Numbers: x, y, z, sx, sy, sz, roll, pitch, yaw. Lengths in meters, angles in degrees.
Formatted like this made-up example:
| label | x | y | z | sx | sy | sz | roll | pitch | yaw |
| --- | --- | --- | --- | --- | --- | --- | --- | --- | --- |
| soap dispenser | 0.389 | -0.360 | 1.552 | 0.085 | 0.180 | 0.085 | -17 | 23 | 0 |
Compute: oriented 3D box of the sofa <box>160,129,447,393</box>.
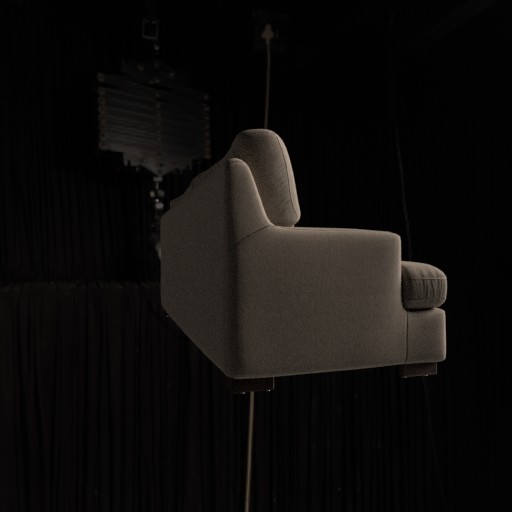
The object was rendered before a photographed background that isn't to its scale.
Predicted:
| label | x | y | z | sx | sy | sz | roll | pitch | yaw |
| --- | --- | --- | --- | --- | --- | --- | --- | --- | --- |
| sofa | 0.000 | 0.000 | 2.781 | 0.962 | 0.980 | 2.354 | 0 | 0 | -18 |
